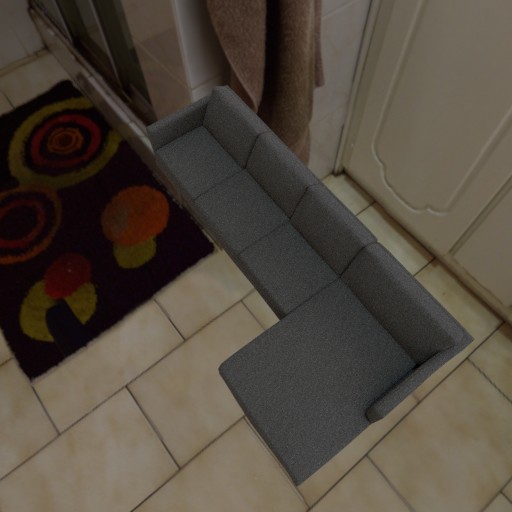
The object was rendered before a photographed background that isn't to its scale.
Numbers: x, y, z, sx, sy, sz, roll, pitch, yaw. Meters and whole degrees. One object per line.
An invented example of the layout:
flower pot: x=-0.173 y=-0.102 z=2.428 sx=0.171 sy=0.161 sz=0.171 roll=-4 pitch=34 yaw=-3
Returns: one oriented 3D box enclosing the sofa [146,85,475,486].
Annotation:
sofa: x=0.000 y=0.000 z=3.786 sx=1.625 sy=0.846 sz=3.186 roll=-33 pitch=68 yaw=-15
